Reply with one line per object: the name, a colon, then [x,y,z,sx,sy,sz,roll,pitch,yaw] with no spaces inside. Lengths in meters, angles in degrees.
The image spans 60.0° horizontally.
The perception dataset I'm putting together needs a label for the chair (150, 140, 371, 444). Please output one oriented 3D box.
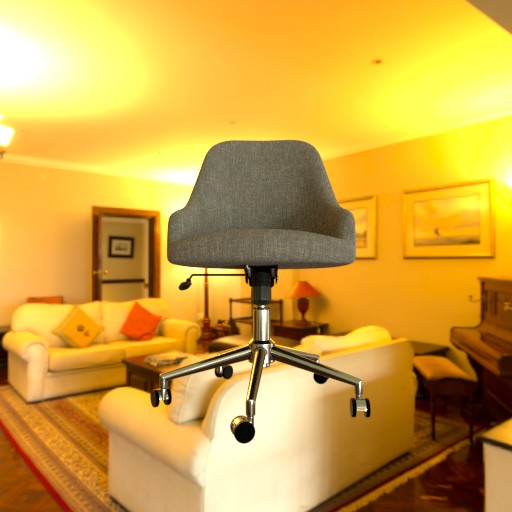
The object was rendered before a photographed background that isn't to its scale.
chair: [0.000,0.000,1.463,0.671,0.950,0.712,0,-1,1]
